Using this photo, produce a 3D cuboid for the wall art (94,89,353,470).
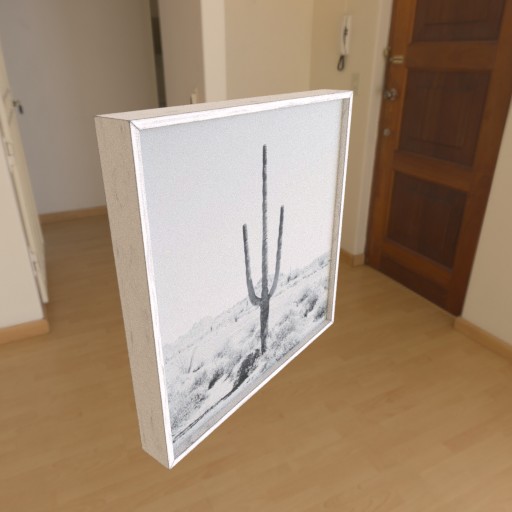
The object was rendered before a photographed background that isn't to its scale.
[{"bbox_3d":[0.000,0.000,0.457,0.038,0.305,0.305,18,30,34],"label":"wall art"}]
